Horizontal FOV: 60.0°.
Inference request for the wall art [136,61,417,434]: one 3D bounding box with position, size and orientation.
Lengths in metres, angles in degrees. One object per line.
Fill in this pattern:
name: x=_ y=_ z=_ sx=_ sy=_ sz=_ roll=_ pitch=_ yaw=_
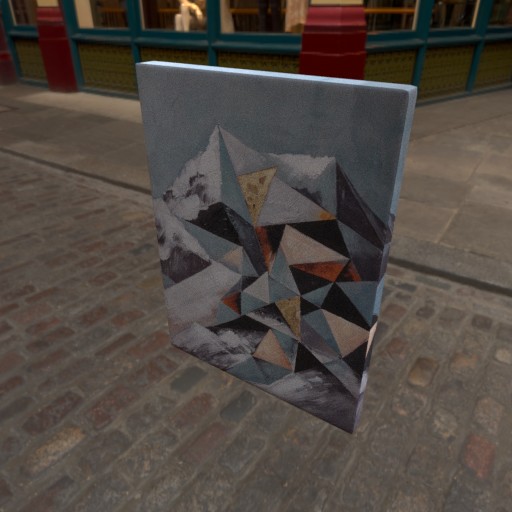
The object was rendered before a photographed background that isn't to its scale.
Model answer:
wall art: x=0.000 y=0.000 z=0.794 sx=0.455 sy=0.613 sz=0.037 roll=18 pitch=35 yaw=28
